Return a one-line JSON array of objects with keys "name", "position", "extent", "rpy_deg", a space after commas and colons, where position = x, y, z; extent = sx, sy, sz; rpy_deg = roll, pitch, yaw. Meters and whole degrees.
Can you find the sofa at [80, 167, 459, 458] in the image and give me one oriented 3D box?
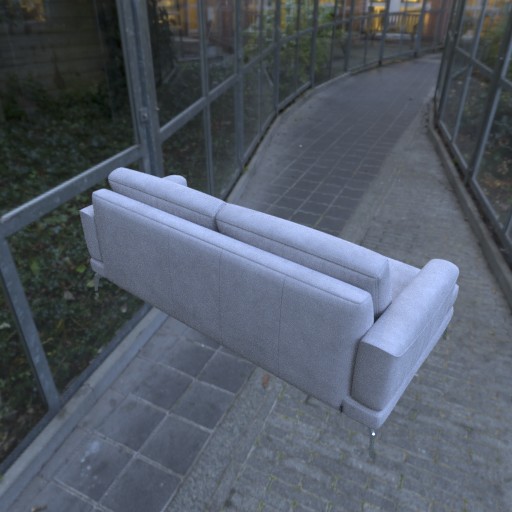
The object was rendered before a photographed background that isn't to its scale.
[{"name": "sofa", "position": [0.000, 0.000, 2.508], "extent": [2.013, 0.830, 0.980], "rpy_deg": [22, 37, 32]}]
